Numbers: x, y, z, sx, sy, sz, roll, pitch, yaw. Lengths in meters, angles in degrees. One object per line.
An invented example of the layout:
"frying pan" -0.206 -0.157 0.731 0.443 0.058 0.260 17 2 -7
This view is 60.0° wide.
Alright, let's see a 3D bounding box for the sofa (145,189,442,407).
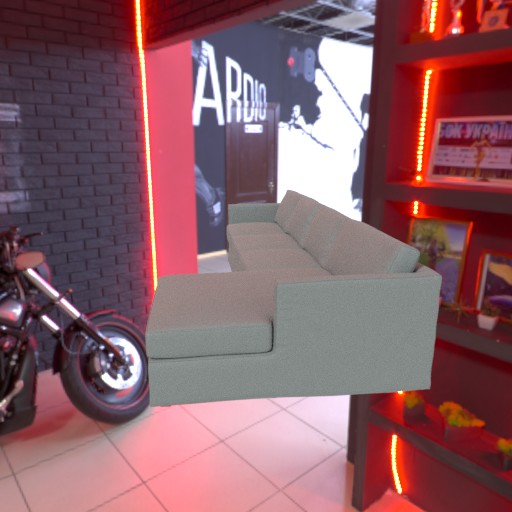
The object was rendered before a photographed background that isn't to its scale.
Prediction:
"sofa" 0.000 0.000 3.874 1.622 0.867 3.177 -2 14 -8
